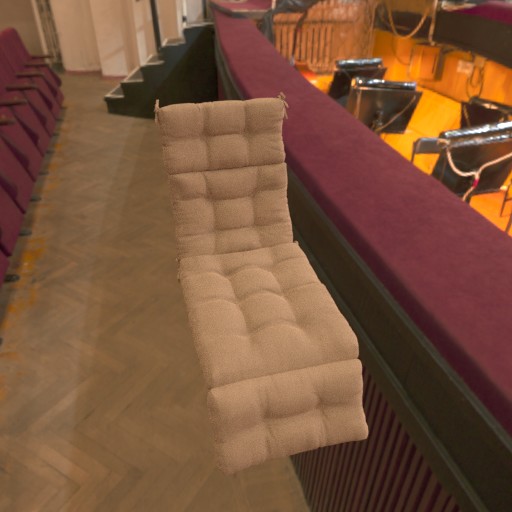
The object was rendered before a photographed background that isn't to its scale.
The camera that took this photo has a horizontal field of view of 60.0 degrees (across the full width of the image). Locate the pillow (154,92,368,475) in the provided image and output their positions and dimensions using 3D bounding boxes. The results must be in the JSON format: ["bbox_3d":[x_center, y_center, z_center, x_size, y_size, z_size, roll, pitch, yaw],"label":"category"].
[{"bbox_3d":[0.000,0.000,1.520,0.526,0.863,1.016,-9,34,-13],"label":"pillow"}]
